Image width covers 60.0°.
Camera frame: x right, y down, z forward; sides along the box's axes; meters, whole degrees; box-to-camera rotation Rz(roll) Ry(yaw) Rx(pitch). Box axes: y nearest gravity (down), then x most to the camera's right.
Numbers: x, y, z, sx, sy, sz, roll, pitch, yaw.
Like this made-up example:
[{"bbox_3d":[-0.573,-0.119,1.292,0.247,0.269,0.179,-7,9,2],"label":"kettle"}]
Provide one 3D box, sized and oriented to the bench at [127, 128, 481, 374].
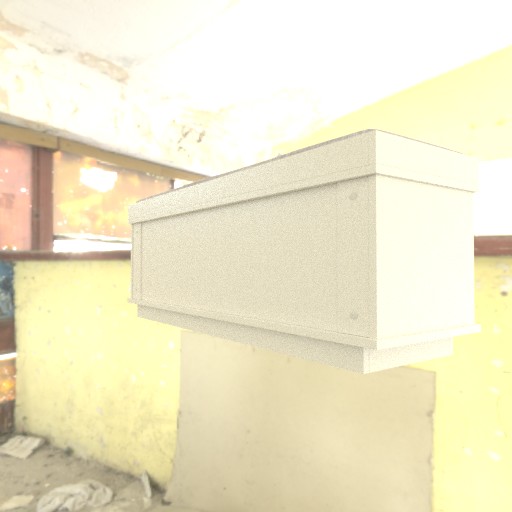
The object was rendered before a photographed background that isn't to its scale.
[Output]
[{"bbox_3d":[0.000,0.000,1.352,0.363,0.453,1.196,1,-1,-36],"label":"bench"}]
